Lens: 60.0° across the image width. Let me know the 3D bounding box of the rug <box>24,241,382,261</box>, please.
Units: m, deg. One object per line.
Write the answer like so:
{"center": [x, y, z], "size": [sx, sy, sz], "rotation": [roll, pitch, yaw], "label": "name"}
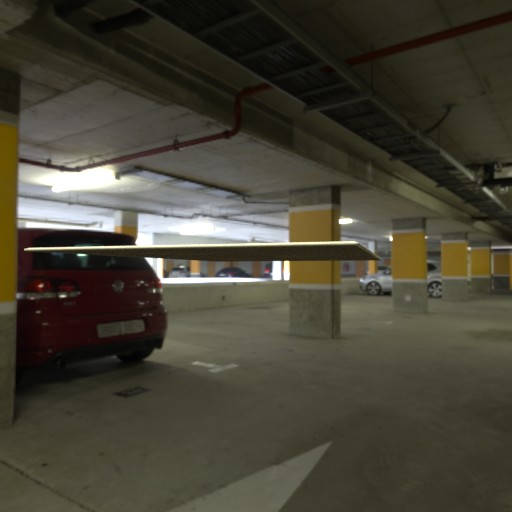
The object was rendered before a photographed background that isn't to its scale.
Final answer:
{"center": [0.000, 0.000, 3.484], "size": [1.819, 0.018, 2.746], "rotation": [-1, -2, 18], "label": "rug"}
